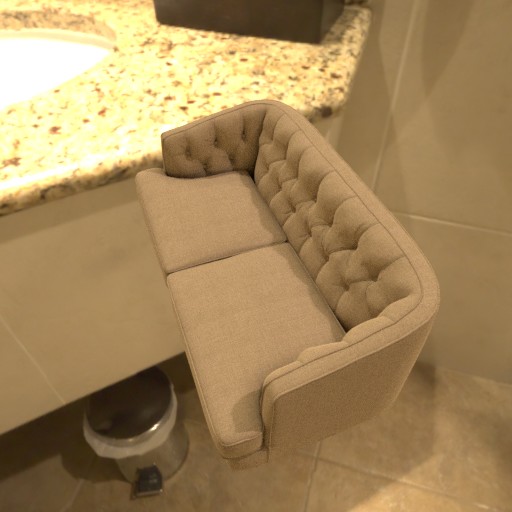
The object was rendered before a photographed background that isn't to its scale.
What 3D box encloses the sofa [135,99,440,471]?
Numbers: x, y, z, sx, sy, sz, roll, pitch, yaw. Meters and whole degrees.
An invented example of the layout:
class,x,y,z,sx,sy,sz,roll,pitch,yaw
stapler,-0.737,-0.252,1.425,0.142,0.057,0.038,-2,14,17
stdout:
class,x,y,z,sx,sy,sz,roll,pitch,yaw
sofa,0.000,0.000,2.223,0.941,0.855,1.733,-15,48,-14
